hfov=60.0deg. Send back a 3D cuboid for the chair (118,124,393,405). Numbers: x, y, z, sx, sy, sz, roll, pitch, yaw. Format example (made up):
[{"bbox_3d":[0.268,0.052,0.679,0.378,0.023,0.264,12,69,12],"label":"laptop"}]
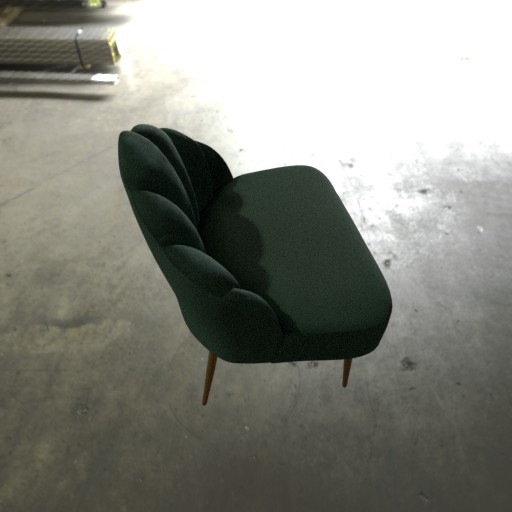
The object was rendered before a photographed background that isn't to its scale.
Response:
[{"bbox_3d":[0.000,0.000,1.261,0.599,0.819,0.657,-9,47,-9],"label":"chair"}]
